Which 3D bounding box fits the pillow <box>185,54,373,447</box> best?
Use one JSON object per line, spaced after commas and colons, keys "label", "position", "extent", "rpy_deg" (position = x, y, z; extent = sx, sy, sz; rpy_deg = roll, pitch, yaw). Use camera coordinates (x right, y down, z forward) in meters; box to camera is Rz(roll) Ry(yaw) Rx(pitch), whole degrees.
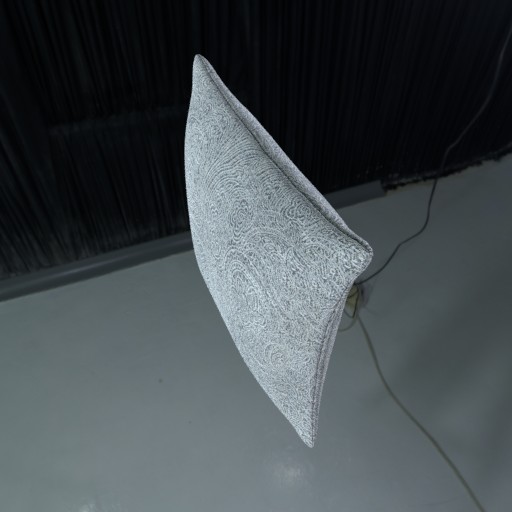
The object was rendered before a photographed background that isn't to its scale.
{"label": "pillow", "position": [0.000, 0.000, 0.779], "extent": [0.166, 0.510, 0.523], "rpy_deg": [-18, 50, -16]}
